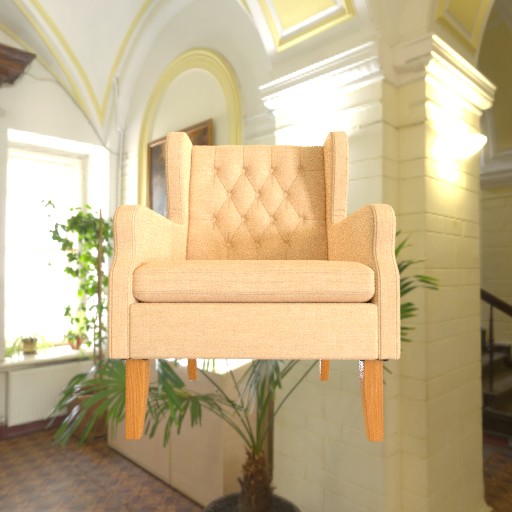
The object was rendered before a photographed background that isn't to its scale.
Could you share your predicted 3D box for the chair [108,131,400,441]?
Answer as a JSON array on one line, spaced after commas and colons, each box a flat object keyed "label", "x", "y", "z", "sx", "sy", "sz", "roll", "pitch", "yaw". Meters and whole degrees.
[{"label": "chair", "x": 0.000, "y": 0.000, "z": 1.452, "sx": 0.710, "sy": 0.930, "sz": 0.760, "roll": 0, "pitch": -2, "yaw": 1}]
